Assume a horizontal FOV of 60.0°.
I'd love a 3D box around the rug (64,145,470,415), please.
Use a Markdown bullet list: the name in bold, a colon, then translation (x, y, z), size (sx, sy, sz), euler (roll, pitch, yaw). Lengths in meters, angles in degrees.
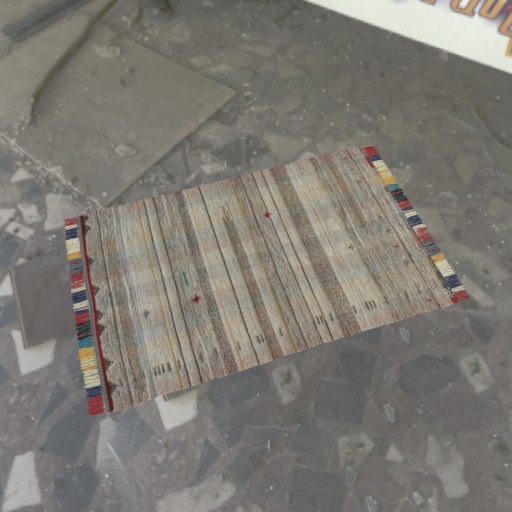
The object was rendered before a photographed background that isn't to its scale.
- **rug**: translation (0.000, 0.000, 3.021), size (2.465, 0.012, 1.465), euler (-15, 60, -9)
